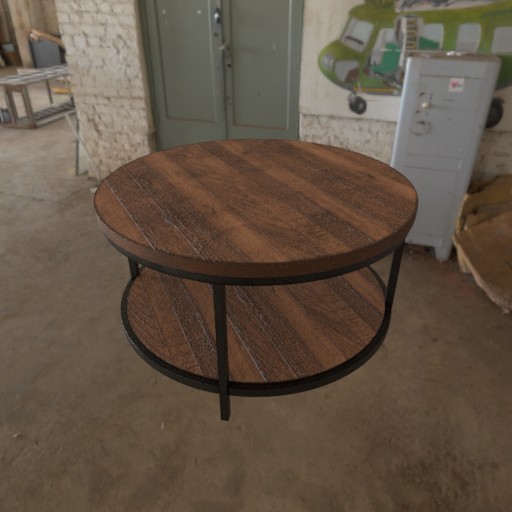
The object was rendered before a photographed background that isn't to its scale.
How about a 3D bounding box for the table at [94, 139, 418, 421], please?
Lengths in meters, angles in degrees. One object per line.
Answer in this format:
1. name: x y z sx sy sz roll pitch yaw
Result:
1. table: 0.000 0.000 1.315 0.837 0.462 0.837 0 31 0
